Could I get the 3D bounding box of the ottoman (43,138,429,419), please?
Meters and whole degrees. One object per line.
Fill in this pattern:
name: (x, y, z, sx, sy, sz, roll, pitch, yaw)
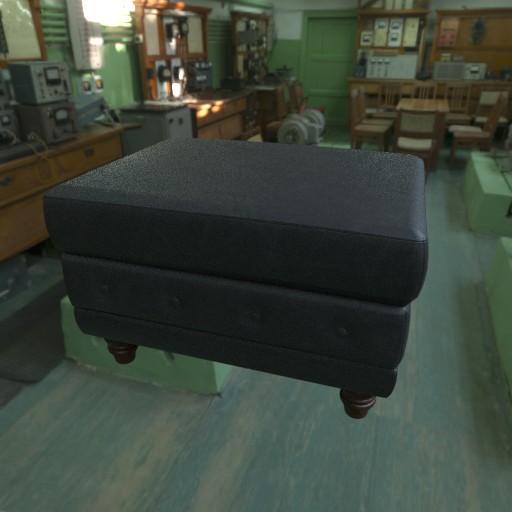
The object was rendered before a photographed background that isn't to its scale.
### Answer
ottoman: (0.000, 0.000, 1.171, 0.795, 0.498, 0.590, 8, 28, 16)
